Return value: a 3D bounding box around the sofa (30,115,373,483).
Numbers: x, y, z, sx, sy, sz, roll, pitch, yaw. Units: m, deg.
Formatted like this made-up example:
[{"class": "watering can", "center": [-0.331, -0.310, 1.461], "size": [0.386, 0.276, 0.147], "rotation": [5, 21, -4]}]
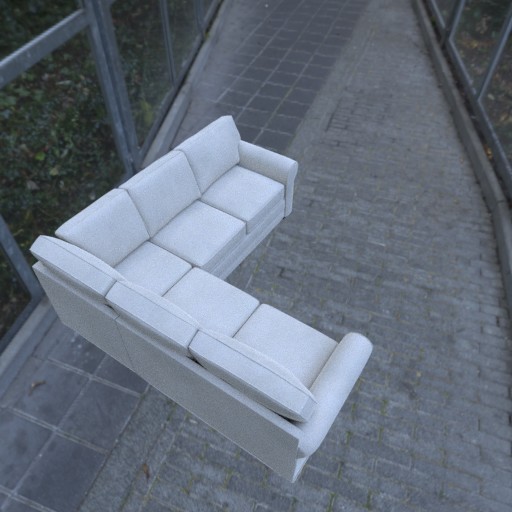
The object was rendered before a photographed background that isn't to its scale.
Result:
[{"class": "sofa", "center": [0.000, 0.000, 3.881], "size": [2.487, 1.054, 2.569], "rotation": [26, 51, 23]}]
